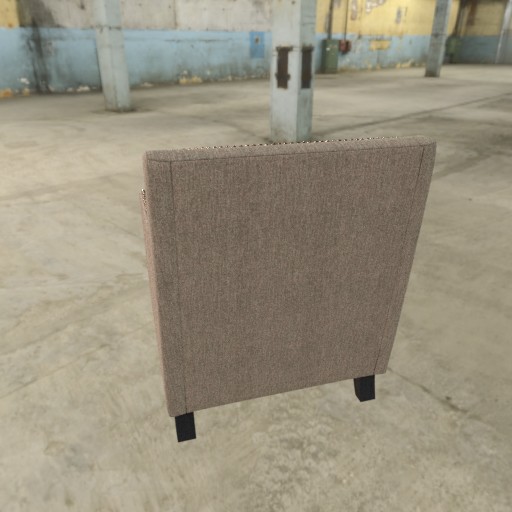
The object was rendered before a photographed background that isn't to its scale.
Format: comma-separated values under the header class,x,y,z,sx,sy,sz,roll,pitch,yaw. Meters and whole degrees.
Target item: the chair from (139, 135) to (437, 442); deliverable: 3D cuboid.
class,x,y,z,sx,sy,sz,roll,pitch,yaw
chair,0.000,0.000,1.641,0.776,0.967,0.884,-7,26,-15
